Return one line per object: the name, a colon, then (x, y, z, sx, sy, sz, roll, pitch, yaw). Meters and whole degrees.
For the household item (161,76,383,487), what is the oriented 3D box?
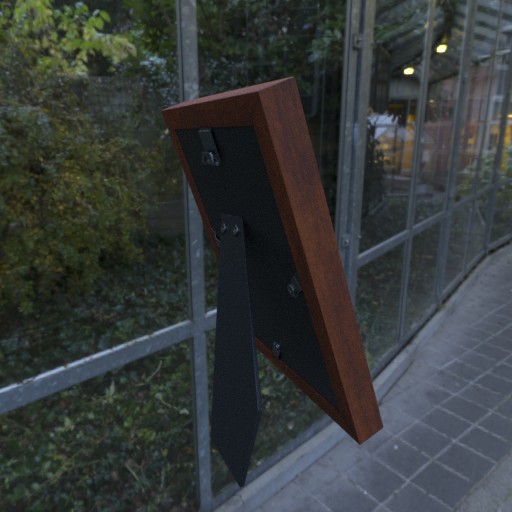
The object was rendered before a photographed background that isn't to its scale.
household item: (0.000, 0.000, 0.296, 0.096, 0.204, 0.160, -7, 17, -25)
